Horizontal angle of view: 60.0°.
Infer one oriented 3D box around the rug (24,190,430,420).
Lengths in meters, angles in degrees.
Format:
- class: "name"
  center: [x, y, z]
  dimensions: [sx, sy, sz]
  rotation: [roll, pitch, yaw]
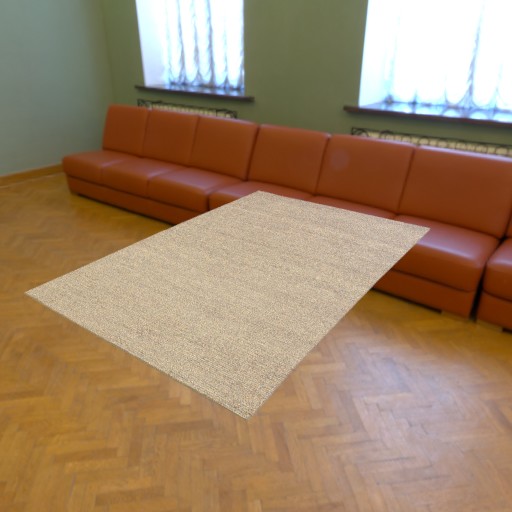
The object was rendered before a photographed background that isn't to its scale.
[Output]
- class: "rug"
  center: [0.000, 0.000, 2.965]
  dimensions: [1.609, 0.030, 2.342]
  rotation: [18, 32, 32]
